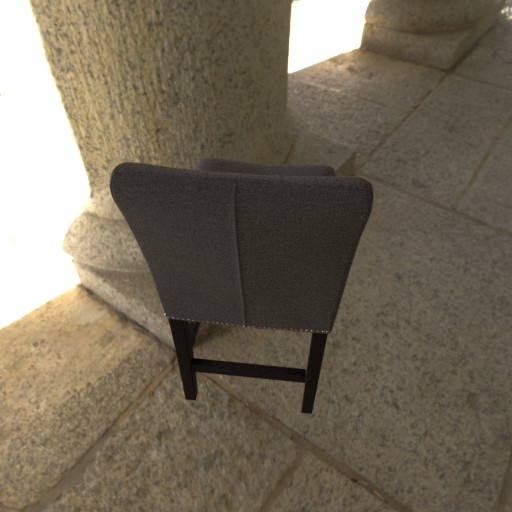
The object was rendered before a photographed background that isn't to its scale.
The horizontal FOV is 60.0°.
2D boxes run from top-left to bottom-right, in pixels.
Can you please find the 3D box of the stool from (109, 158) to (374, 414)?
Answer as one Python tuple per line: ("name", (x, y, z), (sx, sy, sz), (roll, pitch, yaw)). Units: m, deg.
("stool", (0.000, 0.000, 1.181), (0.427, 0.885, 0.571), (5, 47, 4))
